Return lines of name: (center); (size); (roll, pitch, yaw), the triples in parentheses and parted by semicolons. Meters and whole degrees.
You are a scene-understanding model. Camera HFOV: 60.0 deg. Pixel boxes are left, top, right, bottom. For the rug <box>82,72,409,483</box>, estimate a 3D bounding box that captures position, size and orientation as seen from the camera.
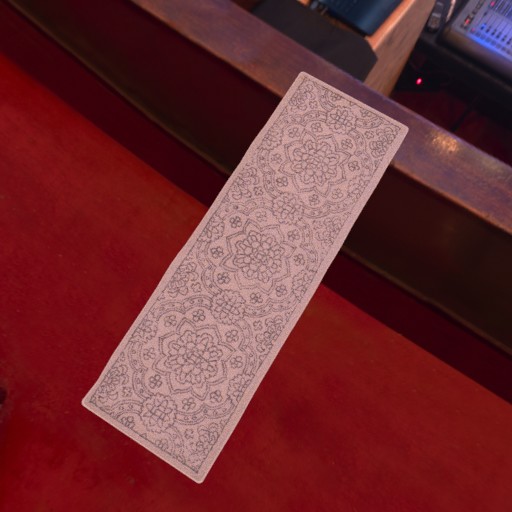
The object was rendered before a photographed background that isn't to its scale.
rug: (0.000, 0.000, 2.623); (0.806, 0.006, 2.431); (31, 79, 7)
